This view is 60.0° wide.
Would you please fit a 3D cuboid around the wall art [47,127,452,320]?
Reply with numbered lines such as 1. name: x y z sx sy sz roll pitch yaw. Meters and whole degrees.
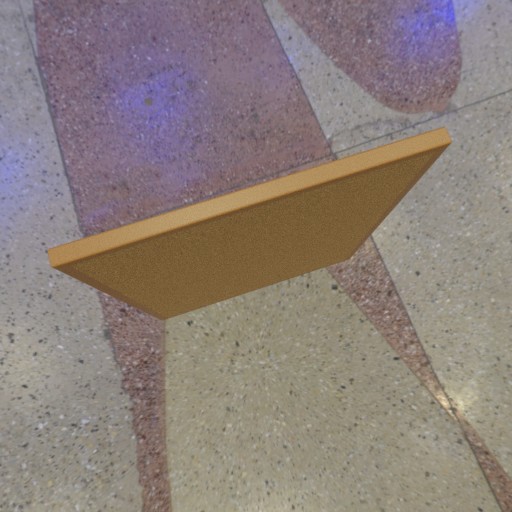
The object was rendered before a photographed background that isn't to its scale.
1. wall art: 0.000 0.000 0.744 0.452 0.553 0.022 -18 77 -4
